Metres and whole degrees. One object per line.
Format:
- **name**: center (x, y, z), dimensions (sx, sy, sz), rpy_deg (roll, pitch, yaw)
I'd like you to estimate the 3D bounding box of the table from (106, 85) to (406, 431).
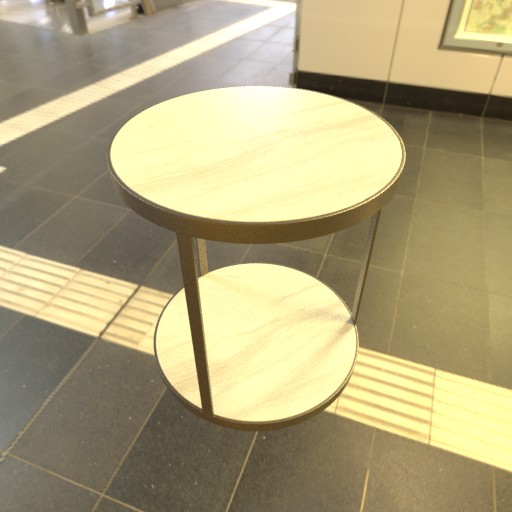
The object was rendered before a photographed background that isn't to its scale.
- **table**: center (0.000, 0.000, 0.835), dimensions (0.445, 0.479, 0.445), rpy_deg (0, 41, 0)
